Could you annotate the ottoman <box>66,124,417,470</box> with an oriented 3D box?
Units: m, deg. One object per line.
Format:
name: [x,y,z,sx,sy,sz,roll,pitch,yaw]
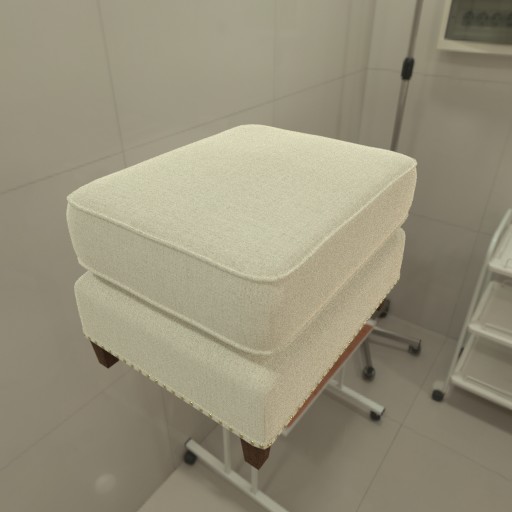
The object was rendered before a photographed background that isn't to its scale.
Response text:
ottoman: [0.000,0.000,1.161,0.589,0.537,0.738,21,38,30]
